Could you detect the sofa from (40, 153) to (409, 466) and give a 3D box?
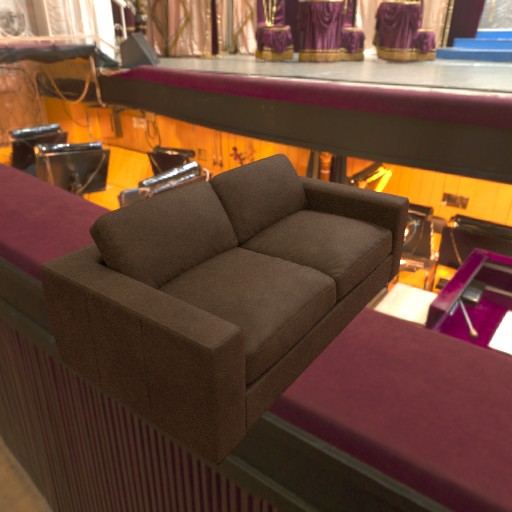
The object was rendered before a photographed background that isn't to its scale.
[{"bbox_3d":[0.000,0.000,2.475,1.070,0.800,1.920,18,32,32],"label":"sofa"}]
